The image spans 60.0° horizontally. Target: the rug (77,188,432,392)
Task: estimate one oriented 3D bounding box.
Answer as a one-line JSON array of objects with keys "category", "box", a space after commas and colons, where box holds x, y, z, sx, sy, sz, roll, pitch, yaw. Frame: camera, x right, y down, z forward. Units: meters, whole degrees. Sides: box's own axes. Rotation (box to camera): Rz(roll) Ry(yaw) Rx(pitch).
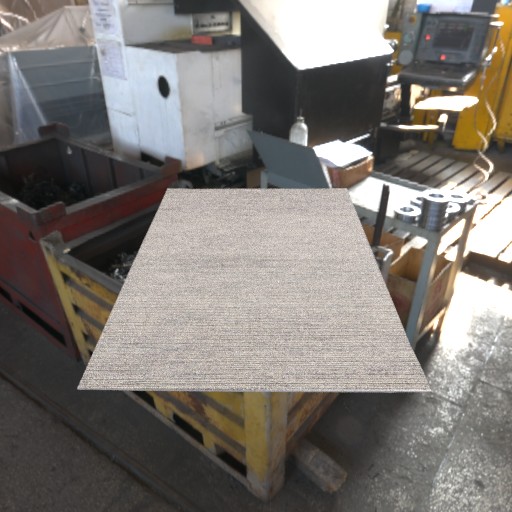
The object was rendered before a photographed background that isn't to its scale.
[{"category": "rug", "box": [0.000, 0.000, 2.972, 1.604, 0.030, 2.307, 0, 32, 1]}]
